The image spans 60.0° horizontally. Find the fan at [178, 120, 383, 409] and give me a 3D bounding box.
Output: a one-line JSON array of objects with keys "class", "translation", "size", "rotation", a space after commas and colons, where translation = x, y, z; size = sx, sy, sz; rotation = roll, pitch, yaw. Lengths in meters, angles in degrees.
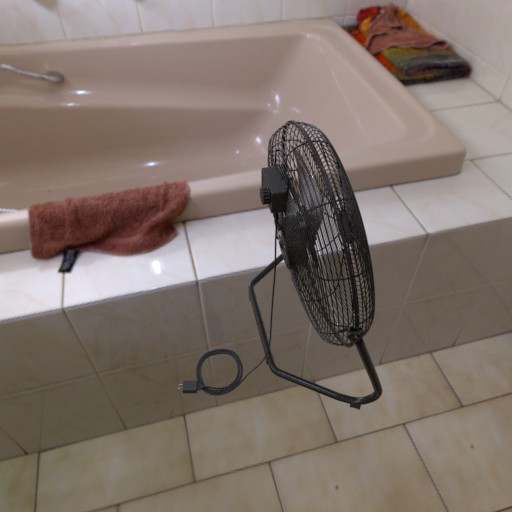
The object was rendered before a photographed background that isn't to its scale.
[{"class": "fan", "translation": [0.000, 0.000, 0.950], "size": [0.424, 0.546, 0.555], "rotation": [-9, 47, -9]}]
